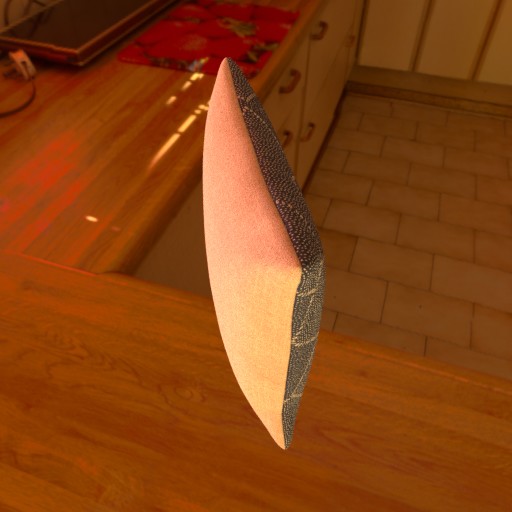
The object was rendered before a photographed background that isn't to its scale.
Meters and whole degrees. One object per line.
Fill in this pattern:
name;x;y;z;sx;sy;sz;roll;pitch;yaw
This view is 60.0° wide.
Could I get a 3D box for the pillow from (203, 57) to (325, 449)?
pillow;0.000;0.000;0.675;0.148;0.428;0.435;-8;48;-8
